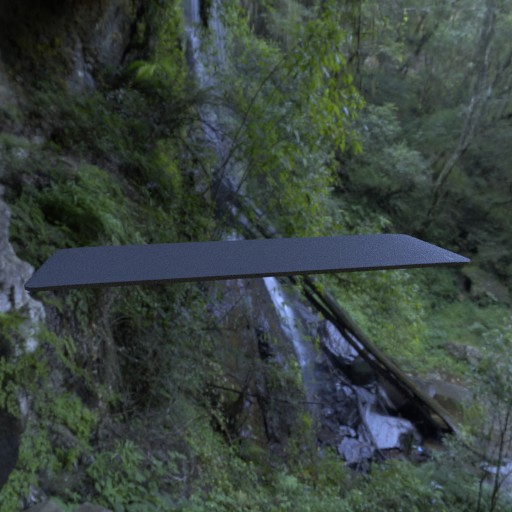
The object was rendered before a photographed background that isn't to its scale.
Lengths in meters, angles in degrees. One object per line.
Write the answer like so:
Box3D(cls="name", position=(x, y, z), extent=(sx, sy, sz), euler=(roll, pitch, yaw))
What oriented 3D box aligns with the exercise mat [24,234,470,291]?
Box3D(cls="exercise mat", position=(0.000, 0.000, 2.079), extent=(1.884, 0.021, 0.616), euler=(-3, 15, -11))
